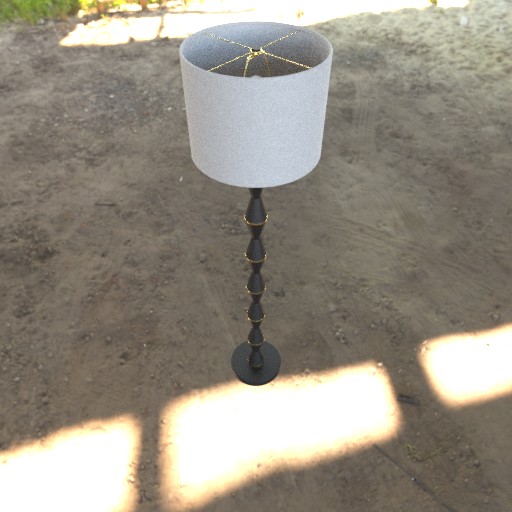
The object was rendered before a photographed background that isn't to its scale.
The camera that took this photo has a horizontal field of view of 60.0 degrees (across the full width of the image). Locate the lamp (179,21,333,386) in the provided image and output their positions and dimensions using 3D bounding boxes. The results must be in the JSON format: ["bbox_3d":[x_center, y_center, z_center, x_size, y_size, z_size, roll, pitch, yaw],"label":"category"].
[{"bbox_3d":[0.000,0.000,1.627,0.381,1.480,0.381,31,53,27],"label":"lamp"}]
